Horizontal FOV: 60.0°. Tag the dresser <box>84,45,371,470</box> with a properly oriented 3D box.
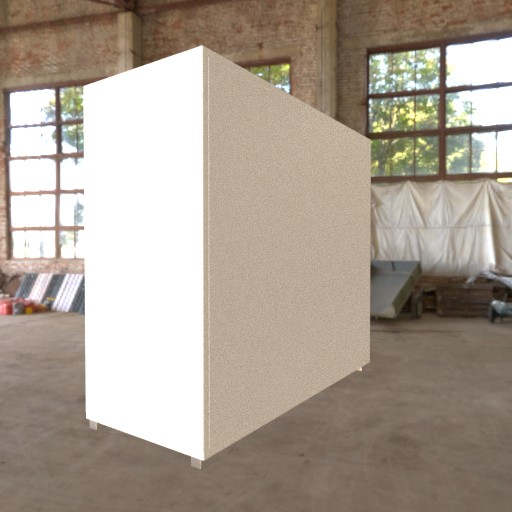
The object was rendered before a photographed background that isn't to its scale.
[{"bbox_3d":[0.000,0.000,1.619,0.460,1.000,1.100,1,1,35],"label":"dresser"}]
